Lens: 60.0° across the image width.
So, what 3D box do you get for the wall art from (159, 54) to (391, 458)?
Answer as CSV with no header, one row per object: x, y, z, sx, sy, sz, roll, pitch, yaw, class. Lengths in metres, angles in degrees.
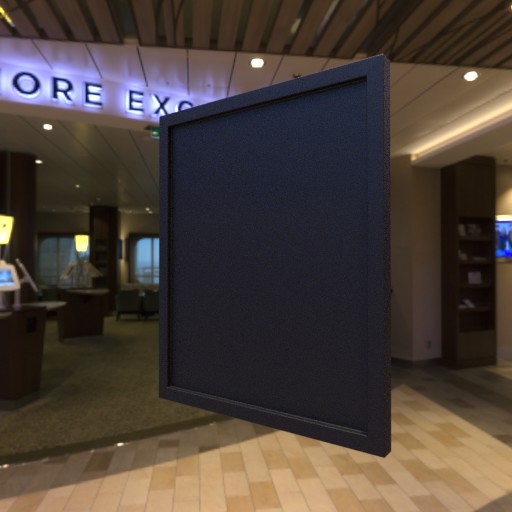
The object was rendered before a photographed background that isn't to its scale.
0.000,0.000,0.757,0.457,0.559,0.028,0,-1,36,wall art
